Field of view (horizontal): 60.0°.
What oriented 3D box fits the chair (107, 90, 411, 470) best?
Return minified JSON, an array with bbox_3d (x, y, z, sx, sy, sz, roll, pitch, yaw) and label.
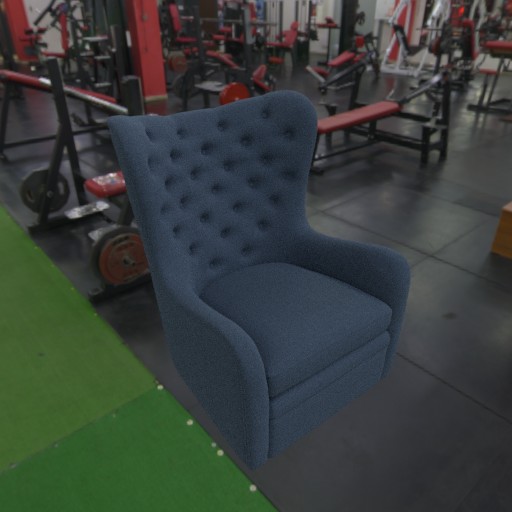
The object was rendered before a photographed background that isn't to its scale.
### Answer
[{"bbox_3d":[0.000,0.000,1.735,0.831,1.079,0.930,-22,37,-32],"label":"chair"}]
